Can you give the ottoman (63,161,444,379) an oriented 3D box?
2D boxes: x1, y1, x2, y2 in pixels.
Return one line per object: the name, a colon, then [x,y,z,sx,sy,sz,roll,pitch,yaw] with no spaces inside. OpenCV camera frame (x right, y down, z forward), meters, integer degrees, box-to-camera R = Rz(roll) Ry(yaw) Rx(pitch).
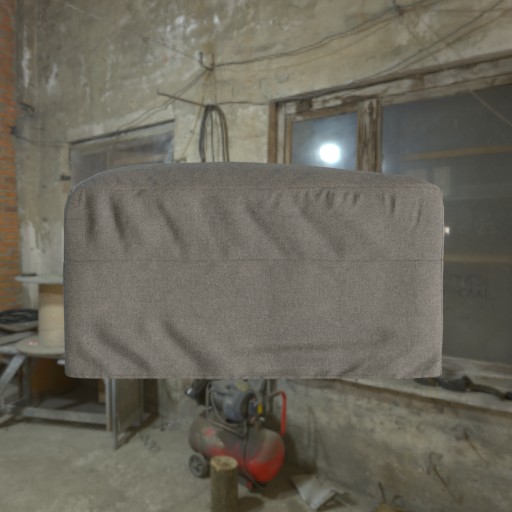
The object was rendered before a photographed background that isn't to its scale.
ottoman: [0.000,0.000,1.229,0.837,0.481,0.683,0,2,1]
